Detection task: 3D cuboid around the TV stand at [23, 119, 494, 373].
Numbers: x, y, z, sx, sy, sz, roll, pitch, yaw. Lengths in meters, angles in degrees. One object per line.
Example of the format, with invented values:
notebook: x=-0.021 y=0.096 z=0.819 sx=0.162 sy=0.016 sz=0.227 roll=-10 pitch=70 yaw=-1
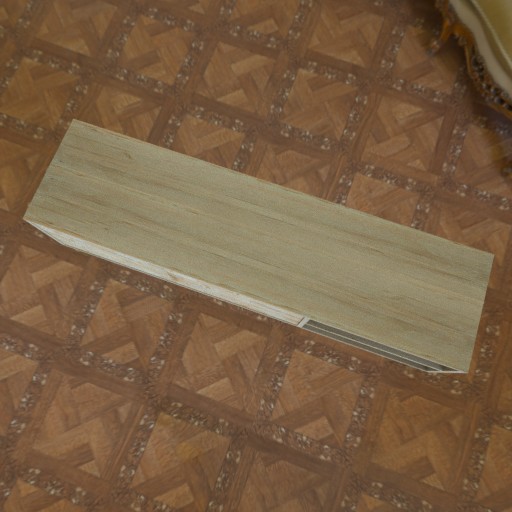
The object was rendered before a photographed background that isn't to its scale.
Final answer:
TV stand: x=0.000 y=0.000 z=1.816 sx=1.600 sy=0.550 sz=0.420 roll=19 pitch=76 yaw=5
